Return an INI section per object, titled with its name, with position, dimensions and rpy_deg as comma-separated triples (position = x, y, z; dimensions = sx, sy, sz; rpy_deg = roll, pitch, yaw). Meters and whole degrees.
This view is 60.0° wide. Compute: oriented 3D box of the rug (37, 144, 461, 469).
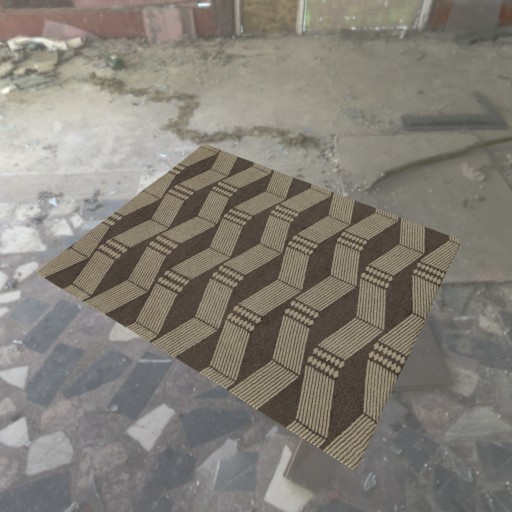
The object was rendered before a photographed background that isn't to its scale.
[rug]
position = 0.000, 0.000, 4.035
dimensions = 3.048, 0.016, 2.438
rpy_deg = 25, 52, 22
